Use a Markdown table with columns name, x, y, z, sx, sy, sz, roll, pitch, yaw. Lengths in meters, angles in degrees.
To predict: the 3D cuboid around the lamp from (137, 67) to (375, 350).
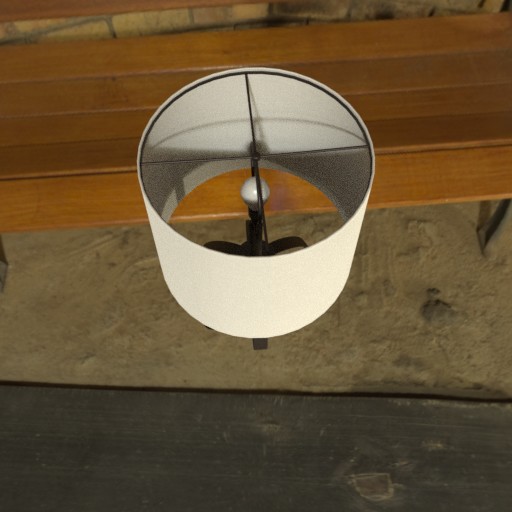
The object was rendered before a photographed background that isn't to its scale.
| name | x | y | z | sx | sy | sz | roll | pitch | yaw |
| --- | --- | --- | --- | --- | --- | --- | --- | --- | --- |
| lamp | 0.000 | 0.000 | 0.701 | 0.286 | 0.510 | 0.286 | 0 | 64 | 0 |
